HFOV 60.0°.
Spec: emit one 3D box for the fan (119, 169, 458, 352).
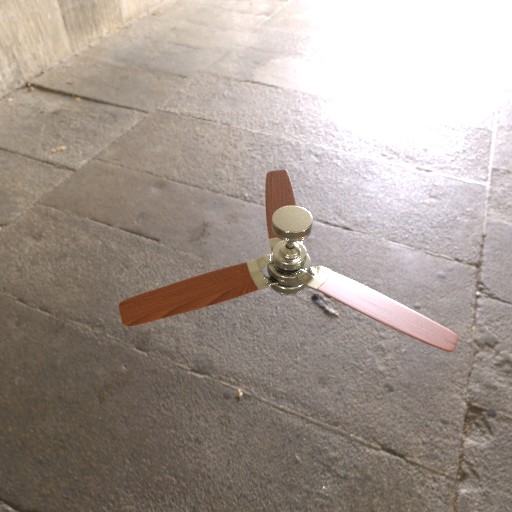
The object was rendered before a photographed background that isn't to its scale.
[{"bbox_3d":[0.000,0.000,2.015,1.271,0.410,1.416,-16,48,-15],"label":"fan"}]
